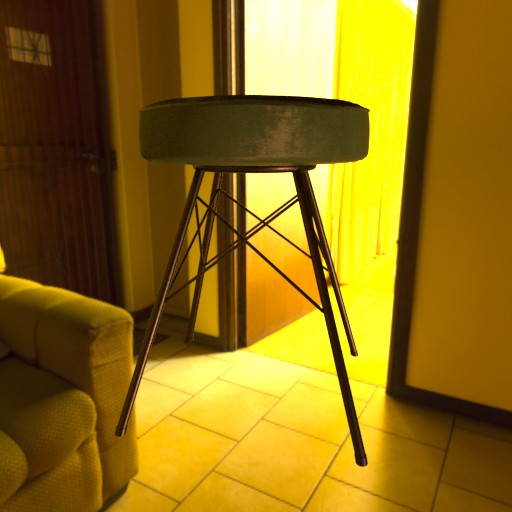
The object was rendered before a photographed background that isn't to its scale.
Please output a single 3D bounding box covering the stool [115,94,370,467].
[{"bbox_3d":[0.000,0.000,0.906,0.457,0.595,0.430,3,15,10],"label":"stool"}]
